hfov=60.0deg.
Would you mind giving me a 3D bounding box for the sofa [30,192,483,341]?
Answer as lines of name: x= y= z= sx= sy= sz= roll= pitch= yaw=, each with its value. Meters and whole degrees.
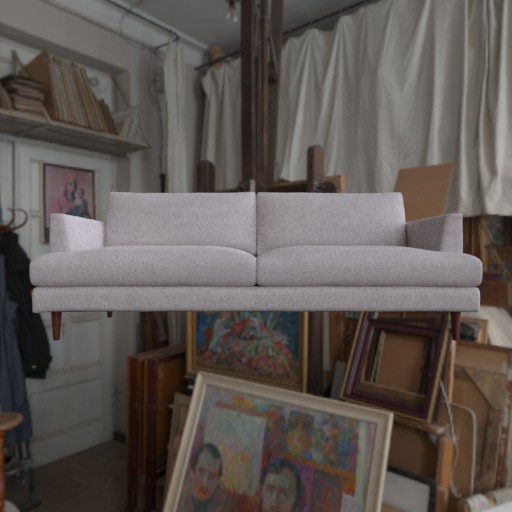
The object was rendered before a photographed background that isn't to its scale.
sofa: x=0.000 y=0.000 z=2.690 sx=2.250 sy=0.868 sz=1.020 roll=0 pitch=0 yaw=0
